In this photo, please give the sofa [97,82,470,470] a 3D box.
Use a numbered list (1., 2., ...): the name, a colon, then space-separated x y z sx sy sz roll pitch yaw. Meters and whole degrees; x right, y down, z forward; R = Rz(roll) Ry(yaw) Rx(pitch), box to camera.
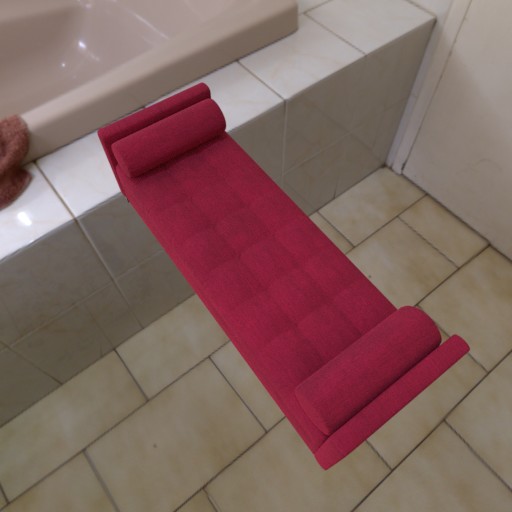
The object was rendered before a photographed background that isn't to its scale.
1. sofa: 0.000 0.000 2.313 0.686 0.635 1.981 -32 64 -17
